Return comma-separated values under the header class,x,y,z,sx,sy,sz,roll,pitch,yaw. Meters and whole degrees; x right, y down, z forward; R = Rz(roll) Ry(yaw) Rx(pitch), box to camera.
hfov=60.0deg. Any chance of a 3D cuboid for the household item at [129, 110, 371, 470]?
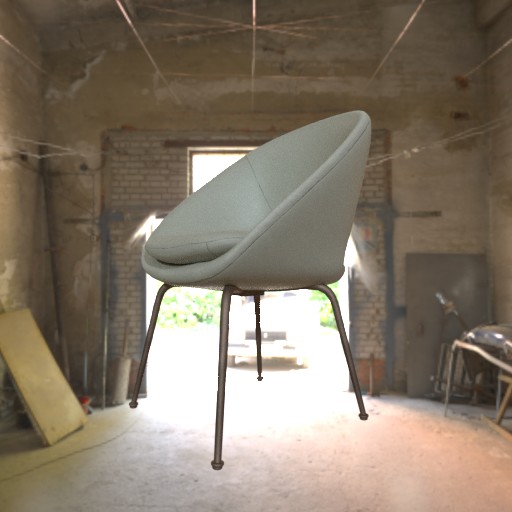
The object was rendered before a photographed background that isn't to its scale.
class,x,y,z,sx,sy,sz,roll,pitch,yaw
household item,0.000,0.000,1.233,0.573,0.852,0.623,0,0,-37
